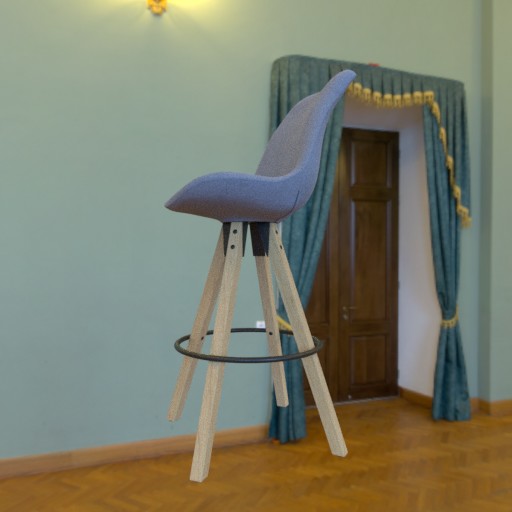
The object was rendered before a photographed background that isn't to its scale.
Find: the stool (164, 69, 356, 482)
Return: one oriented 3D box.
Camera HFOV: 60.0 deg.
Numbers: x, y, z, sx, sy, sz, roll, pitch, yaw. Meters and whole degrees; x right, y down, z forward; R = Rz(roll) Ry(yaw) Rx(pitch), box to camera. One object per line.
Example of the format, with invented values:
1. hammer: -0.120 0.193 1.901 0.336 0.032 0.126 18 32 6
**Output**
1. stool: 0.000 0.000 1.376 0.550 1.115 0.485 0 1 -19
